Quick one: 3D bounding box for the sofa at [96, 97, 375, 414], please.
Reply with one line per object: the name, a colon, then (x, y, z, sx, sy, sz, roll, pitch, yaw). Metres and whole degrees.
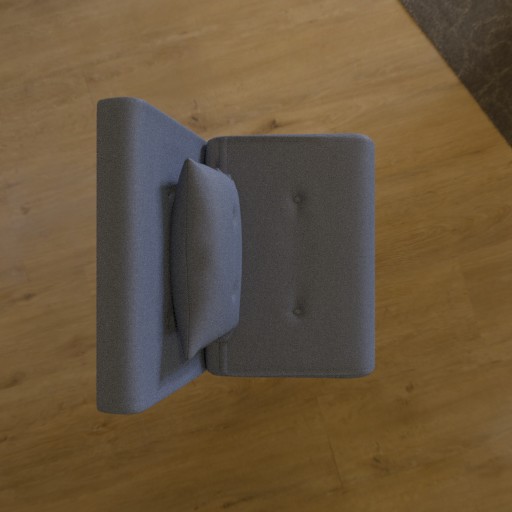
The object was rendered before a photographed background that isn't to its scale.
sofa: (0.000, 0.000, 1.762, 0.996, 0.860, 0.999, 0, 90, 0)
